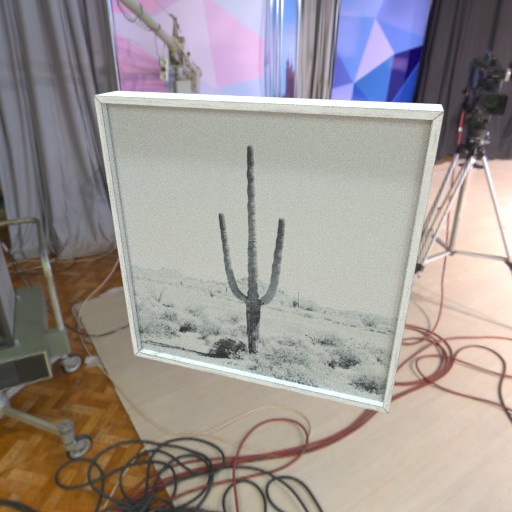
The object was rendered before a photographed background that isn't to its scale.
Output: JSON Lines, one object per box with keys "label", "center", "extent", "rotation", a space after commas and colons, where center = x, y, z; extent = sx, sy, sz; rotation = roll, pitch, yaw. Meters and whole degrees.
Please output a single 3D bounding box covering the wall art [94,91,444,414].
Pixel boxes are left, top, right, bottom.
{"label": "wall art", "center": [0.000, 0.000, 0.454], "extent": [0.305, 0.305, 0.038], "rotation": [8, 28, 16]}
